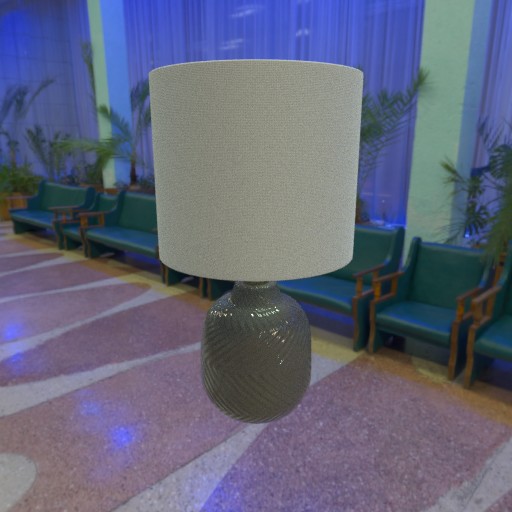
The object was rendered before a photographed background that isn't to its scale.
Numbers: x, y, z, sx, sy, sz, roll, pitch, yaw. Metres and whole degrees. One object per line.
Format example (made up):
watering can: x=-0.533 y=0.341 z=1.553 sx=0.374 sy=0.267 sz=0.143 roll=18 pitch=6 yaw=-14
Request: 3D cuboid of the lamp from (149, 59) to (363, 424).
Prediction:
lamp: x=0.000 y=0.000 z=0.485 sx=0.207 sy=0.366 sz=0.207 roll=-15 pitch=21 yaw=-43
